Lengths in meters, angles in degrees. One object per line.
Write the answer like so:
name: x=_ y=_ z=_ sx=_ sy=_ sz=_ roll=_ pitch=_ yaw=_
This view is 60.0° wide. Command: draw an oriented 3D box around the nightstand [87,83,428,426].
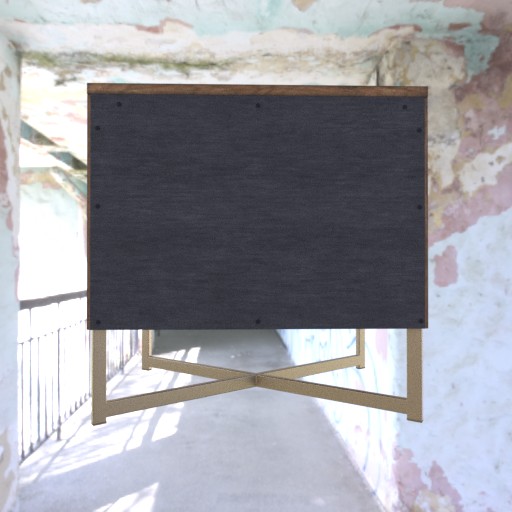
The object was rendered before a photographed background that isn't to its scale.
nightstand: x=0.000 y=0.000 z=1.011 sx=0.610 sy=0.610 sz=0.446 roll=0 pitch=0 yaw=-1
